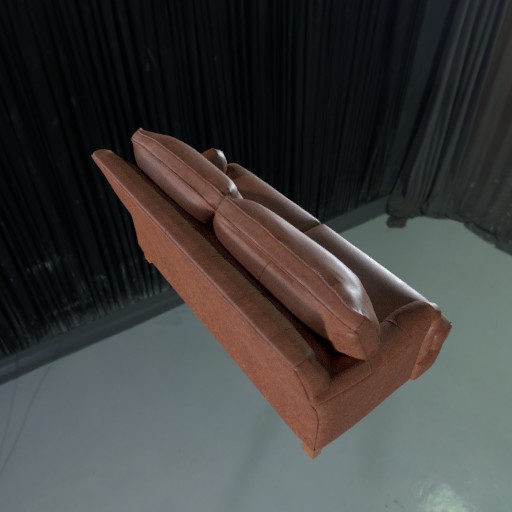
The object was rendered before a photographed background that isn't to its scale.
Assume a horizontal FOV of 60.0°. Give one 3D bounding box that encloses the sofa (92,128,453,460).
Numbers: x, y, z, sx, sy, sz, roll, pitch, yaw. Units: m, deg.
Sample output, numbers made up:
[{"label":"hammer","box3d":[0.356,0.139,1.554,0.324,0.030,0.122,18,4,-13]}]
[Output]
[{"label":"sofa","box3d":[0.000,0.000,2.760,1.147,1.071,2.144,-26,47,-26]}]
